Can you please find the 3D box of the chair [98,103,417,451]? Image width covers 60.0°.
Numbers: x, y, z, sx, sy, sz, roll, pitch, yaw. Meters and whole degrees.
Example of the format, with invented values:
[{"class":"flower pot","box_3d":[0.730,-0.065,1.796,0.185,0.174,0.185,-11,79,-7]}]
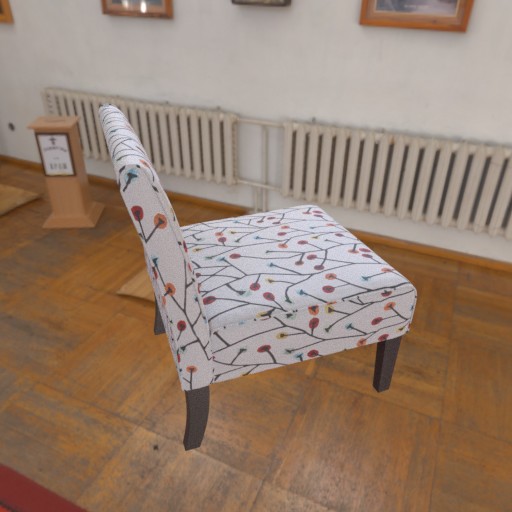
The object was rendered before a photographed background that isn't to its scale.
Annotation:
[{"class":"chair","box_3d":[0.000,0.000,1.309,0.732,0.813,0.597,-10,32,-17]}]
